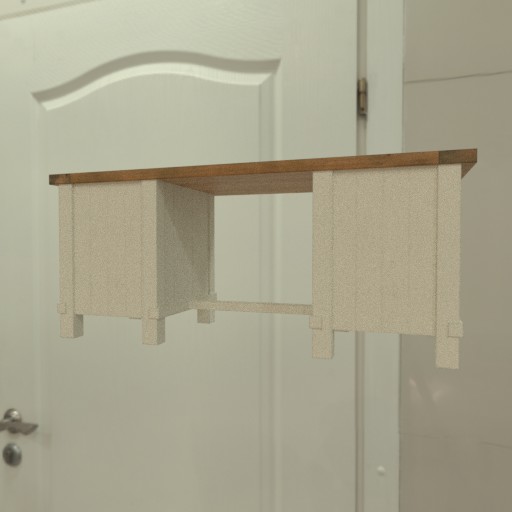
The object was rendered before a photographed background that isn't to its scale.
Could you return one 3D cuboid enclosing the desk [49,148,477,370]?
[{"bbox_3d":[0.000,0.000,2.119,1.803,0.760,0.688,1,2,18],"label":"desk"}]
